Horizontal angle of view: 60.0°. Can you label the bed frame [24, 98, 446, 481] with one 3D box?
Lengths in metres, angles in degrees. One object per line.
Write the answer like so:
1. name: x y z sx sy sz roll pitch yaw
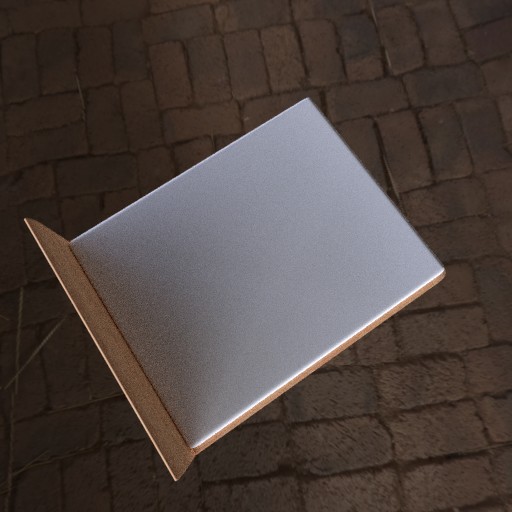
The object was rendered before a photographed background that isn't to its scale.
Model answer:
1. bed frame: 0.000 0.000 2.971 2.092 0.940 1.660 -33 79 -8
